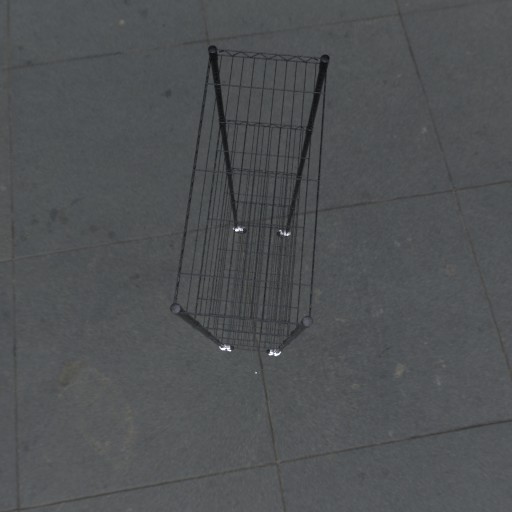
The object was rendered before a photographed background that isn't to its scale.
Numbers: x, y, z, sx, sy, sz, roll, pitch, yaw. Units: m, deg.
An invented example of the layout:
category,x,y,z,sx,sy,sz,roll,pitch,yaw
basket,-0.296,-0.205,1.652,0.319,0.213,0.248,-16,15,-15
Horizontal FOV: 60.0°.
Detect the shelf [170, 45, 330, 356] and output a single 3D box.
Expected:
category,x,y,z,sx,sy,sz,roll,pitch,yaw
shelf,0.000,0.000,1.921,0.356,1.645,0.762,5,75,1
